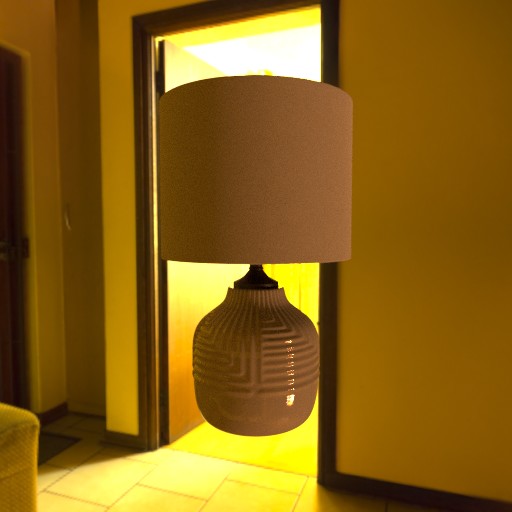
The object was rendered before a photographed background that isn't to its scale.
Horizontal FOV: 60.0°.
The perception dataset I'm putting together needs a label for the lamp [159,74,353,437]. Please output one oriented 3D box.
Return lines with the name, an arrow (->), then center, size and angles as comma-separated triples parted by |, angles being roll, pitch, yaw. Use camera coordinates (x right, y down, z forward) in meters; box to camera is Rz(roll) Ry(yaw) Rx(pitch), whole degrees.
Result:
lamp -> 0.000, 0.000, 0.758 | 0.318, 0.567, 0.318 | 0, 3, 0
